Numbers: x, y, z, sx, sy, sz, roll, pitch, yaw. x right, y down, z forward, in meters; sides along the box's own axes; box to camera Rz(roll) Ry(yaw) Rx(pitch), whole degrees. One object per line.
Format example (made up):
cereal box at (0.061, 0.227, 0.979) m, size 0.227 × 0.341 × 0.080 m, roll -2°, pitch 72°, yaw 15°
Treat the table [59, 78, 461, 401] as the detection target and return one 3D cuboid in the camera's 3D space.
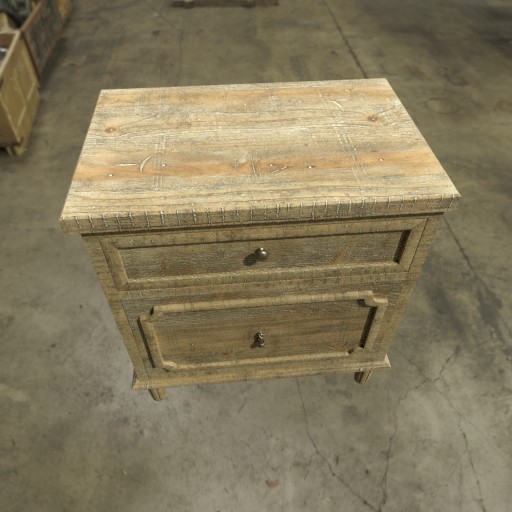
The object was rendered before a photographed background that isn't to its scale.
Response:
table at (0.000, 0.000, 1.151) m, size 0.686 × 0.711 × 0.457 m, roll -4°, pitch 47°, yaw -3°
